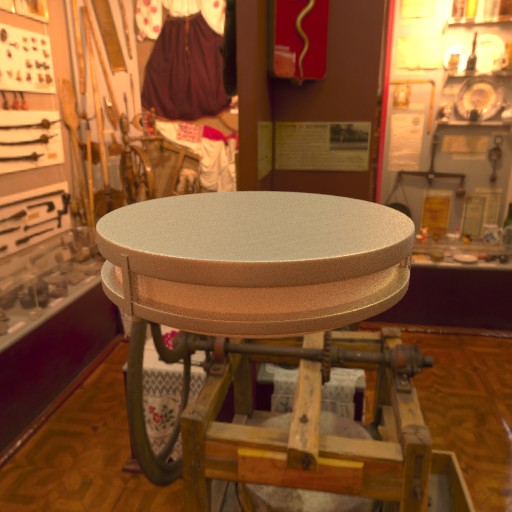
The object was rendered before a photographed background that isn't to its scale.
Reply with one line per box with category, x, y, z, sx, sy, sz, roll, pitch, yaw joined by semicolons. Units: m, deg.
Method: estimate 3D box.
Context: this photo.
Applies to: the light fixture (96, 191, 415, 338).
light fixture;0.000;0.000;0.535;0.356;0.102;0.356;0;17;0
